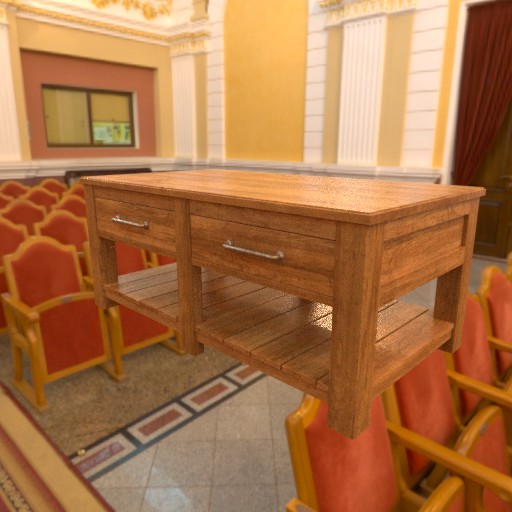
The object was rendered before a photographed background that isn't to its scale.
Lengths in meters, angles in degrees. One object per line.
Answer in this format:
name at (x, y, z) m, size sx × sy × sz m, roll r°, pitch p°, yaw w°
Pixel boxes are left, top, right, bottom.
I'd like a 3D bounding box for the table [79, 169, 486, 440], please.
table at (0.000, 0.000, 1.446) m, size 1.150 × 0.480 × 0.635 m, roll 14°, pitch 20°, yaw 42°
